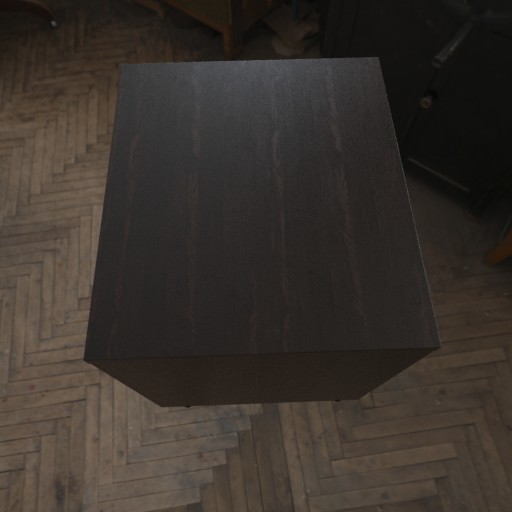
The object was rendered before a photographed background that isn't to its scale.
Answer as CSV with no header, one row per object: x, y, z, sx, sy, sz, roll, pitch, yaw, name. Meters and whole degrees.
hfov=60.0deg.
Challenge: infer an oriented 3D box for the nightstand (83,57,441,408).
0.000,0.000,0.851,0.427,0.487,0.489,-2,65,-1,nightstand
